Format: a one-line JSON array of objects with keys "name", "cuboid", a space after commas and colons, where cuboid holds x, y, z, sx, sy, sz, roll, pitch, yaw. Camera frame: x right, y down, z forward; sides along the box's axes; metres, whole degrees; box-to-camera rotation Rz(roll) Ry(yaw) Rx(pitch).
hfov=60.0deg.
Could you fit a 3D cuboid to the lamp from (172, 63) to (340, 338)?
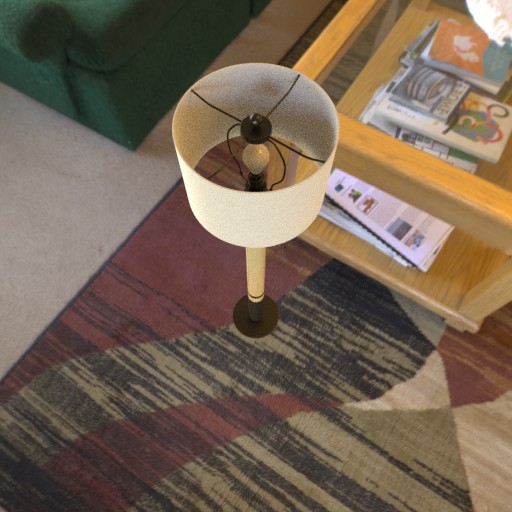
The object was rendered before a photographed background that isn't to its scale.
[{"name": "lamp", "cuboid": [0.000, 0.000, 1.657, 0.381, 1.478, 0.381, 14, 66, 6]}]
